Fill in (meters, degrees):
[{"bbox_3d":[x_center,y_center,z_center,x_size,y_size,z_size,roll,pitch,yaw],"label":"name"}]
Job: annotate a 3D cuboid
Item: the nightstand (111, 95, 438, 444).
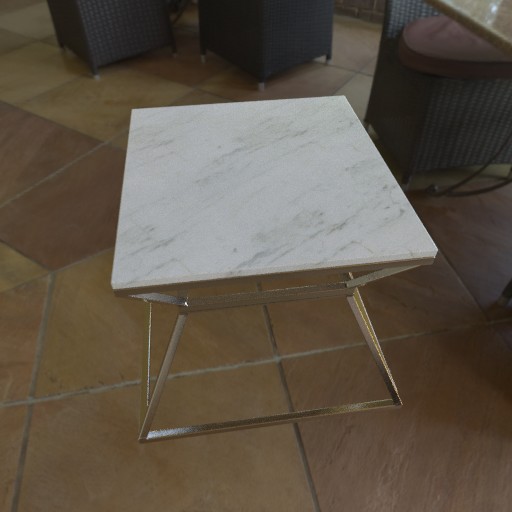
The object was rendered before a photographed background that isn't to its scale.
[{"bbox_3d":[0.000,0.000,0.889,0.514,0.426,0.513,-6,46,-6],"label":"nightstand"}]
